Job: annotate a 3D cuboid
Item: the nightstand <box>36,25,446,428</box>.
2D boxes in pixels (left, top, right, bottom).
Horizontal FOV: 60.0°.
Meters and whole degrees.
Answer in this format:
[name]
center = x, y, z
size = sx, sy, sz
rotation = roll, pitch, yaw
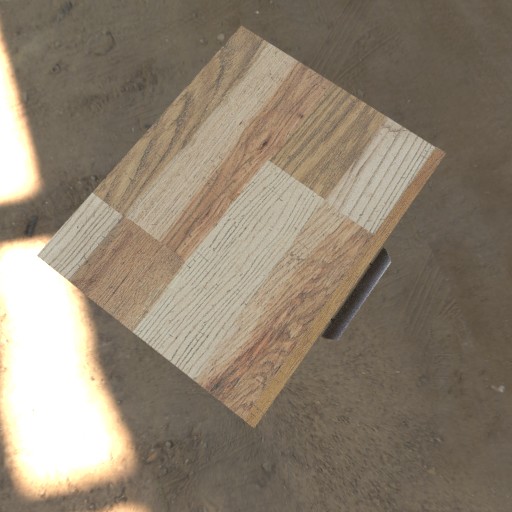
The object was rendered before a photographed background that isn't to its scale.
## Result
[nightstand]
center = 0.000, 0.000, 1.047
size = 0.481, 0.632, 0.558
rotation = 36, 78, 8
